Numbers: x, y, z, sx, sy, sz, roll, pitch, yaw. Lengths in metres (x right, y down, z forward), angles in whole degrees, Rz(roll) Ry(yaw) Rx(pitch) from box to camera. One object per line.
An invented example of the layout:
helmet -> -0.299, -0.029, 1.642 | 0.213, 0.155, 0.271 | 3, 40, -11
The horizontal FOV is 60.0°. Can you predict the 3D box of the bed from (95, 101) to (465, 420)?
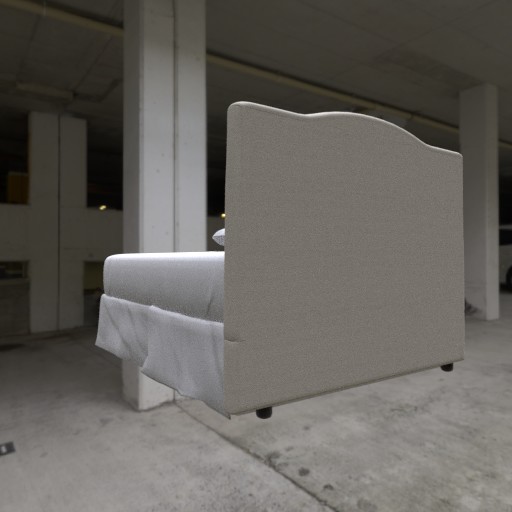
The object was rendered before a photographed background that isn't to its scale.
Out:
bed -> 0.000, 0.000, 3.193 | 1.741, 1.449, 2.196 | 0, 0, -35
